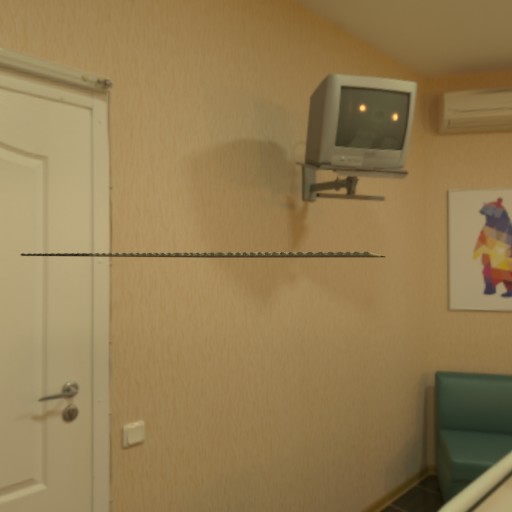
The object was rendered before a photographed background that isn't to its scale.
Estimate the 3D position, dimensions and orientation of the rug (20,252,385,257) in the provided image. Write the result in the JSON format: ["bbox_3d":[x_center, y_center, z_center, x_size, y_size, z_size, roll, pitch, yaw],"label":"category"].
[{"bbox_3d":[0.000,0.000,2.946,1.600,0.013,2.312,0,0,18],"label":"rug"}]
